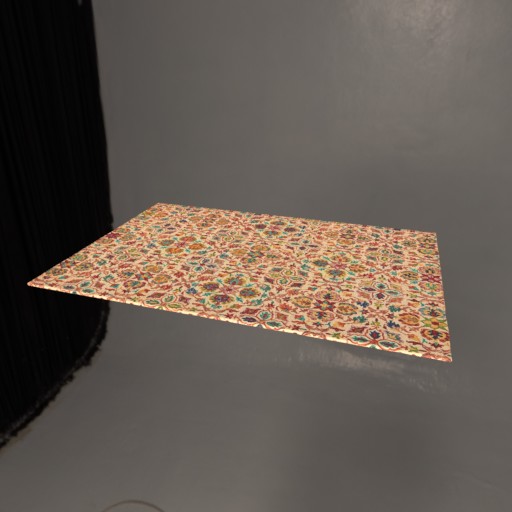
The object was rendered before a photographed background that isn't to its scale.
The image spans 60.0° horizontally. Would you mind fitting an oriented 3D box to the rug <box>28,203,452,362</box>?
[{"bbox_3d":[0.000,0.000,2.919,2.297,0.018,1.541,8,26,16],"label":"rug"}]
